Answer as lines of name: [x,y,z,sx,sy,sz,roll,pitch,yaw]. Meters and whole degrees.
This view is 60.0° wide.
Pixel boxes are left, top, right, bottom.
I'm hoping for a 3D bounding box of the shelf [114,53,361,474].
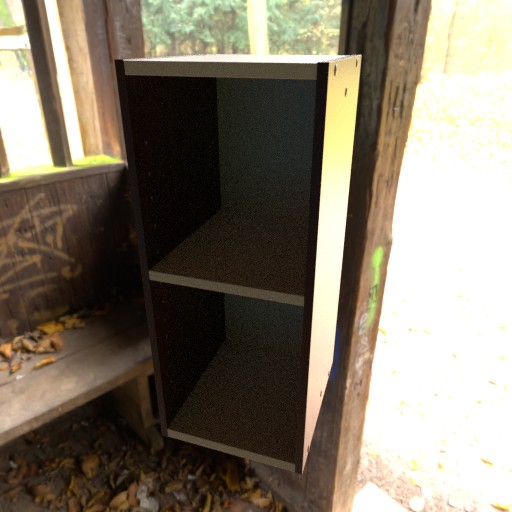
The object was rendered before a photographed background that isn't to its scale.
shelf: [0.000,0.000,0.732,0.253,0.600,0.290,8,27,16]
